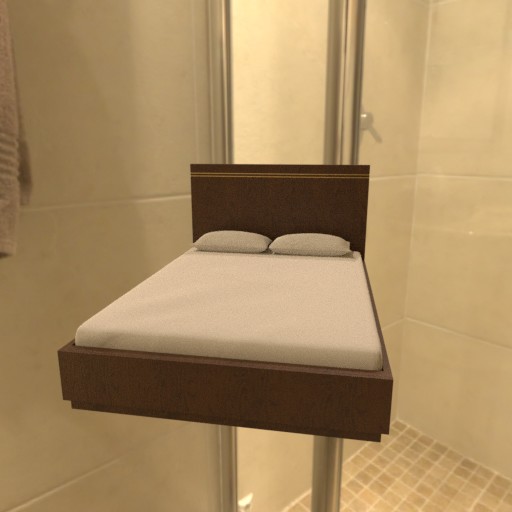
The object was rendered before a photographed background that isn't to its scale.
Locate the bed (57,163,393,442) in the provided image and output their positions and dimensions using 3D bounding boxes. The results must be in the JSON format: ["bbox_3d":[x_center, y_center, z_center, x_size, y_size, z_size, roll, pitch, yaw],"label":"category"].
[{"bbox_3d":[0.000,0.000,3.069,1.613,1.169,2.221,2,14,10],"label":"bed"}]
